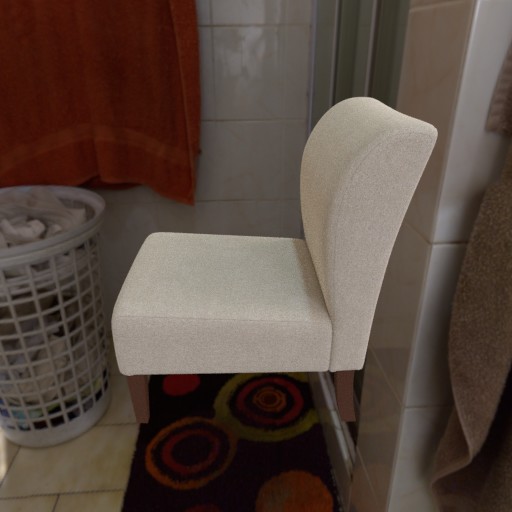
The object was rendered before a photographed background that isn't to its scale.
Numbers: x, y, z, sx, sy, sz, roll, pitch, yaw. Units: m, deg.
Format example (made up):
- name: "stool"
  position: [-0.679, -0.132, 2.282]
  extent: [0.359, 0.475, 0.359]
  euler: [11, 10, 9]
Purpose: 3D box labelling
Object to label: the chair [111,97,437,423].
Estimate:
- name: "chair"
  position: [0.000, 0.000, 1.303]
  extent: [0.754, 0.833, 0.521]
  euler: [-1, 26, -1]
